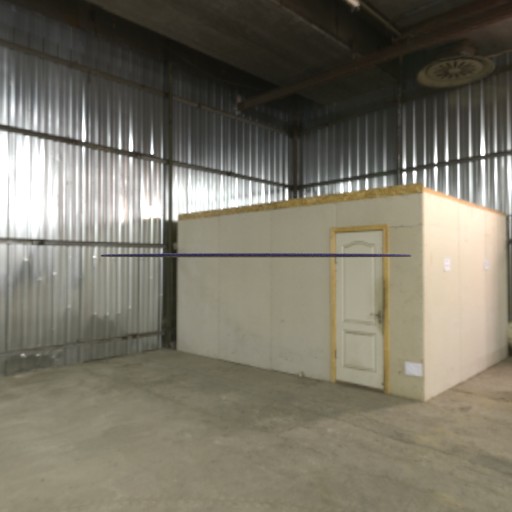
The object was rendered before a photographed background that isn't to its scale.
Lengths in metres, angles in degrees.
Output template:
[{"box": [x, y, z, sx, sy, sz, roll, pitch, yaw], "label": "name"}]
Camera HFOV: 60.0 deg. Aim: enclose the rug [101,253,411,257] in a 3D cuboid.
[{"box": [0.000, 0.000, 3.606, 2.386, 0.014, 2.386, 0, 0, 0], "label": "rug"}]
